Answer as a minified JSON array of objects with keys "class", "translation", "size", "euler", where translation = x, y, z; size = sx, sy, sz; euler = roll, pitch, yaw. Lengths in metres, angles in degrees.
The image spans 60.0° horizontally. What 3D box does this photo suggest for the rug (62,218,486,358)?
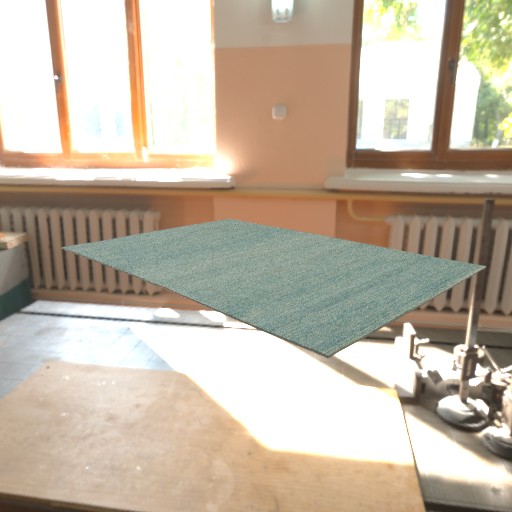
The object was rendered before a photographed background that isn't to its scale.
[{"class":"rug","translation":[0.000,0.000,2.881],"size":[2.305,0.029,1.593],"euler":[14,21,43]}]
